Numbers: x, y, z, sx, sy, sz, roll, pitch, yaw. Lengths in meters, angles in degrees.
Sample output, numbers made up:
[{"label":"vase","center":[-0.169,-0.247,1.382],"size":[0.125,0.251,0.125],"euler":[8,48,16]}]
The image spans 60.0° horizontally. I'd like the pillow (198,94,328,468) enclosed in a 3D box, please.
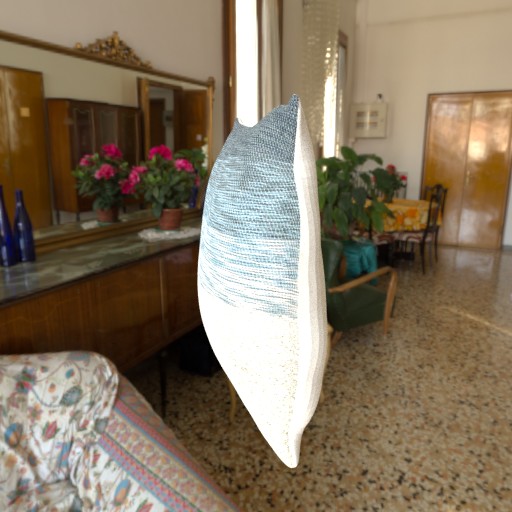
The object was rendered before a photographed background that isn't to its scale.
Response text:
[{"label":"pillow","center":[0.000,0.000,0.689],"size":[0.182,0.441,0.440],"euler":[-2,14,-10]}]
